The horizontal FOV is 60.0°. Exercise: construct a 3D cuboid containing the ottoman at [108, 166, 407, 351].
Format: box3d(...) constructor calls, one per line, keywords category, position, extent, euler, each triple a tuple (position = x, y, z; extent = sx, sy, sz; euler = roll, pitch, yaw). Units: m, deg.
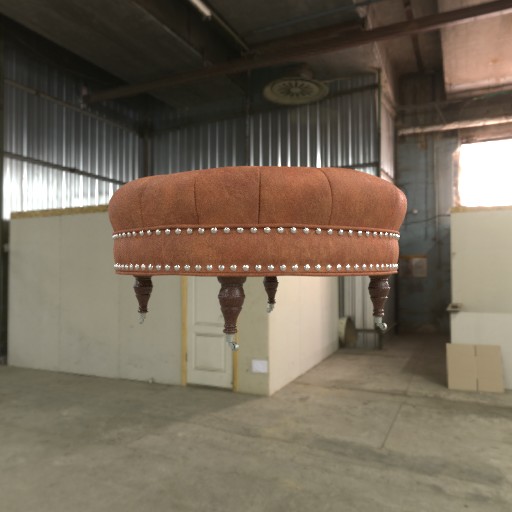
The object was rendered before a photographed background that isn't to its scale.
box3d(category="ottoman", position=(0.000, 0.000, 1.388), extent=(0.901, 0.444, 0.901), euler=(0, -1, 0))
